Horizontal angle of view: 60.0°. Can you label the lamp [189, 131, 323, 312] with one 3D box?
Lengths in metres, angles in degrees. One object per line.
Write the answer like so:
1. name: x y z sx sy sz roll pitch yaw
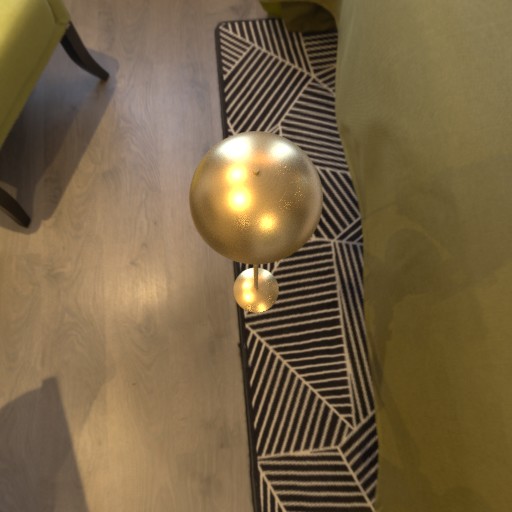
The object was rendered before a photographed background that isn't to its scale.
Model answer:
1. lamp: 0.000 0.000 1.646 0.328 1.480 0.328 -35 79 -8
